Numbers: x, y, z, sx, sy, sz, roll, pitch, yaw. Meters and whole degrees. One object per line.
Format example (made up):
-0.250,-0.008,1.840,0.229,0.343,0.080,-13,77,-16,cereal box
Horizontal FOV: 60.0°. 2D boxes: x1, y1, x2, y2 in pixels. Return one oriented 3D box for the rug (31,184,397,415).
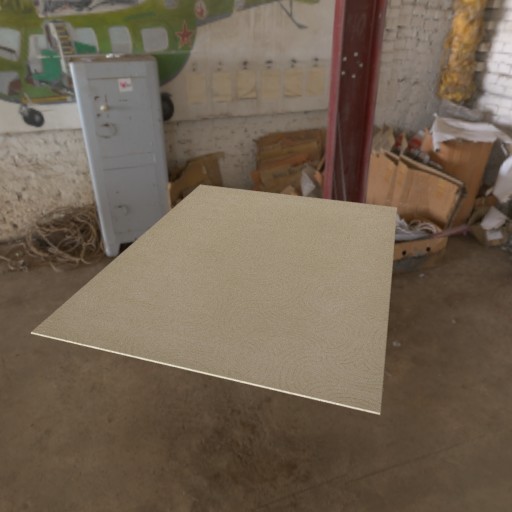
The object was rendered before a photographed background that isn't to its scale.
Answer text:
0.000,0.000,3.496,2.073,0.011,2.584,9,31,15,rug
